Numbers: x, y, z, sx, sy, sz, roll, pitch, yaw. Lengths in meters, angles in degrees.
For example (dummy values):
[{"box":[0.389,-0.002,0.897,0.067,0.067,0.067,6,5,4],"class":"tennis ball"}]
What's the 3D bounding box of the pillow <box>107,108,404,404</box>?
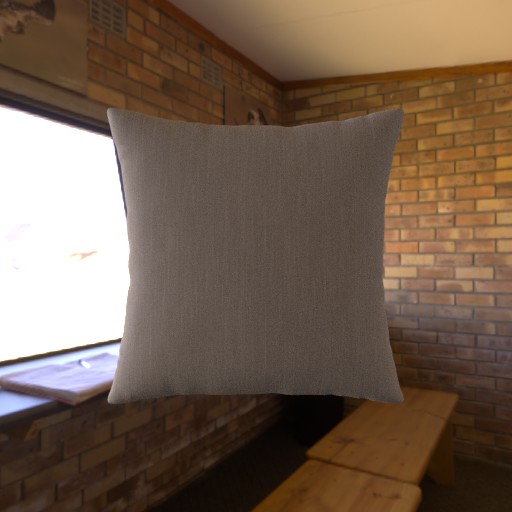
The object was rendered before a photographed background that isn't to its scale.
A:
[{"box":[0.000,0.000,0.763,0.511,0.509,0.161,0,0,0],"class":"pillow"}]
